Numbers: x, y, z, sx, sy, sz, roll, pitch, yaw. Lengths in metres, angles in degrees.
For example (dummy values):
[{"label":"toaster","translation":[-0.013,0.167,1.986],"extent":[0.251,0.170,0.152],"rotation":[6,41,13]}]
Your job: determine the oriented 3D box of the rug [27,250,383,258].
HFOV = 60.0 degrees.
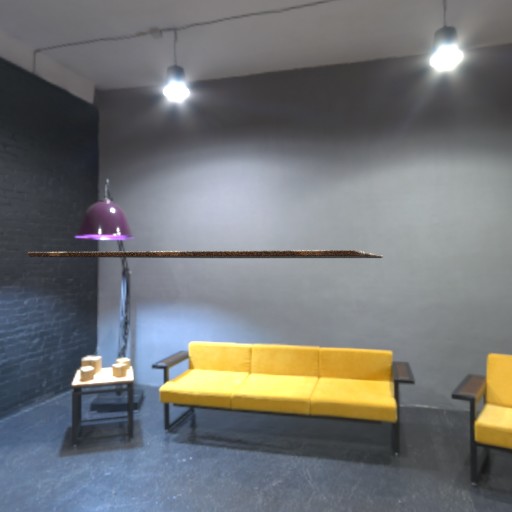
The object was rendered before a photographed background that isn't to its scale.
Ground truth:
[{"label":"rug","translation":[0.000,0.000,3.443],"extent":[1.801,0.026,2.701],"rotation":[0,-1,18]}]
